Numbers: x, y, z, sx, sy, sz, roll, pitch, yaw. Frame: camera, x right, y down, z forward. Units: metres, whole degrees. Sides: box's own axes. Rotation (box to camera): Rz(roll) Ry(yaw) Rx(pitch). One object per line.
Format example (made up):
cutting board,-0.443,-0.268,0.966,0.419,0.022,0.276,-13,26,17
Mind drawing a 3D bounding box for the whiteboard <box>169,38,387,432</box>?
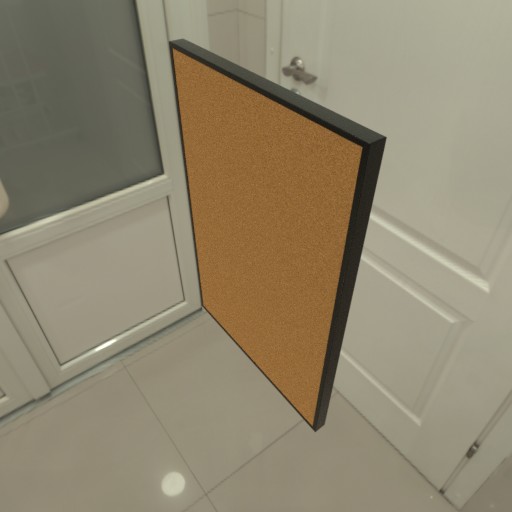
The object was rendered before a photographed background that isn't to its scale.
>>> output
whiteboard,0.000,0.000,0.770,0.026,0.611,0.406,-27,49,-27
